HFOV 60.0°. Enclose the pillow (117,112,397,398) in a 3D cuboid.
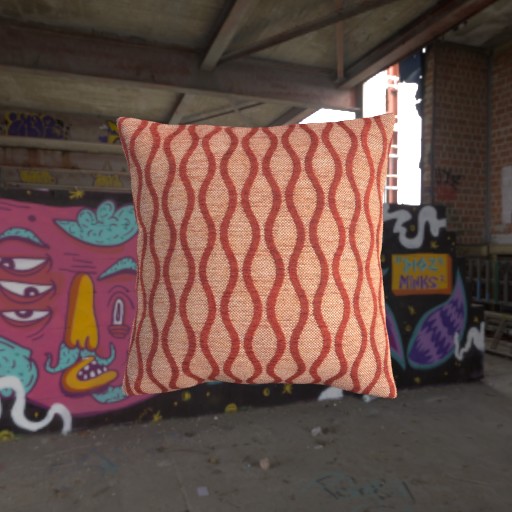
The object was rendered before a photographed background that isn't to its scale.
[{"bbox_3d":[0.000,0.000,0.674,0.429,0.434,0.159,0,1,1],"label":"pillow"}]
